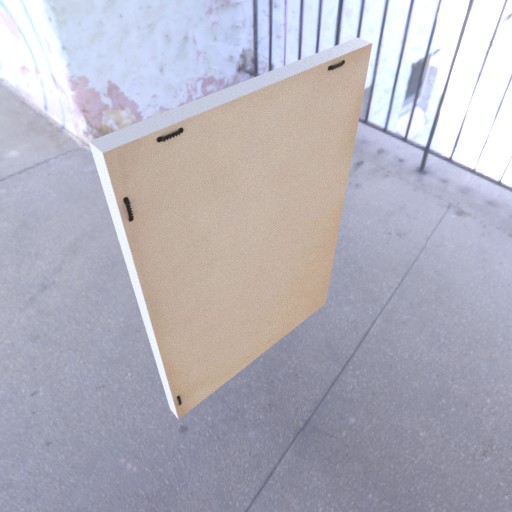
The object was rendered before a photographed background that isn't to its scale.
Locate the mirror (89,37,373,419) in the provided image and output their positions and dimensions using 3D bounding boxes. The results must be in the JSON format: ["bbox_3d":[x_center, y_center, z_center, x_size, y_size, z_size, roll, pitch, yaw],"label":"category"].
[{"bbox_3d":[0.000,0.000,0.895,0.507,0.710,0.039,-33,54,-28],"label":"mirror"}]
